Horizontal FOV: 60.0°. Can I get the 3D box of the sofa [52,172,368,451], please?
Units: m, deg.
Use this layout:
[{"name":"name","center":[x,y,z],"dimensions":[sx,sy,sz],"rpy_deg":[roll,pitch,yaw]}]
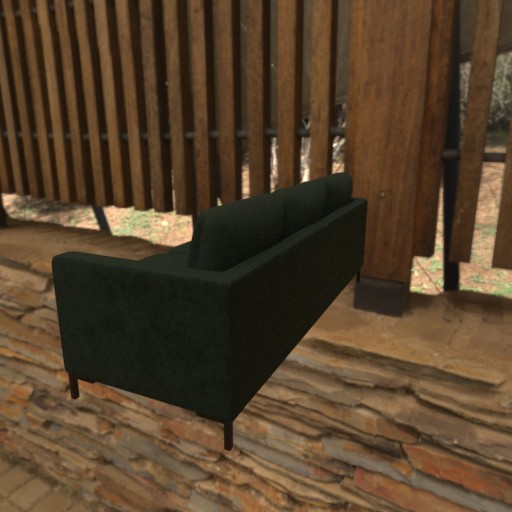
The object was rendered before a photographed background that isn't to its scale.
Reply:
[{"name":"sofa","center":[0.000,0.000,2.649],"dimensions":[0.859,0.870,2.218],"rpy_deg":[7,17,24]}]
